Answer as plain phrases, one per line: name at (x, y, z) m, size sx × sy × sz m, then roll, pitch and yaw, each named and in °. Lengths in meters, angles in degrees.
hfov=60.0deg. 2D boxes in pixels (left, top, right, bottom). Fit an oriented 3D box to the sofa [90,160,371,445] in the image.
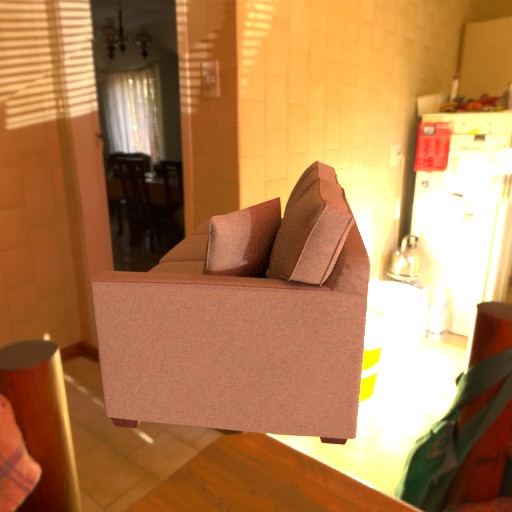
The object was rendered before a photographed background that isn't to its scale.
sofa at (0.000, 0.000, 2.524) m, size 1.034 × 0.946 × 1.963 m, roll 2°, pitch 16°, yaw 7°
